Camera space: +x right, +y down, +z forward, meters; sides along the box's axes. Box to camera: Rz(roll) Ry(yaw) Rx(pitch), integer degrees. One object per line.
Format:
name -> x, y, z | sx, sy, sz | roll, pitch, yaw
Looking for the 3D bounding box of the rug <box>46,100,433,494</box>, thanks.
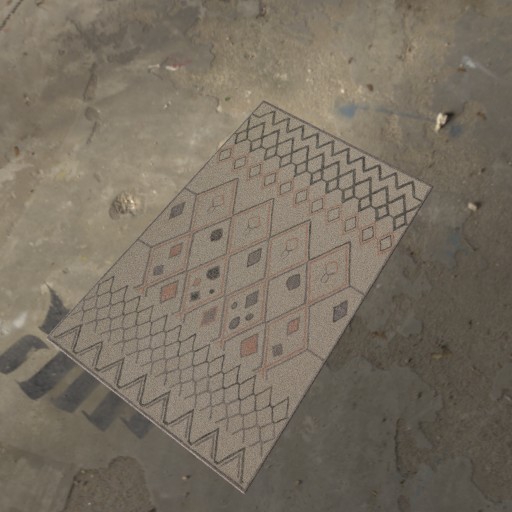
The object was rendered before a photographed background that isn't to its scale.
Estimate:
rug -> 0.000, 0.000, 3.030 | 1.524, 0.015, 2.438 | 32, 68, 15
